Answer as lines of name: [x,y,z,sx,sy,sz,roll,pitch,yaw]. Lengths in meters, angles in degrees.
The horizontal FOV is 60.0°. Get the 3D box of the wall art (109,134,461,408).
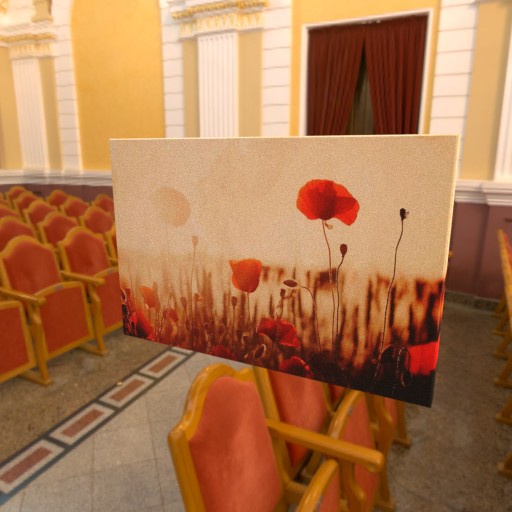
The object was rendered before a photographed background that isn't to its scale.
wall art: [0.000,0.000,0.776,0.613,0.402,0.040,7,15,26]
